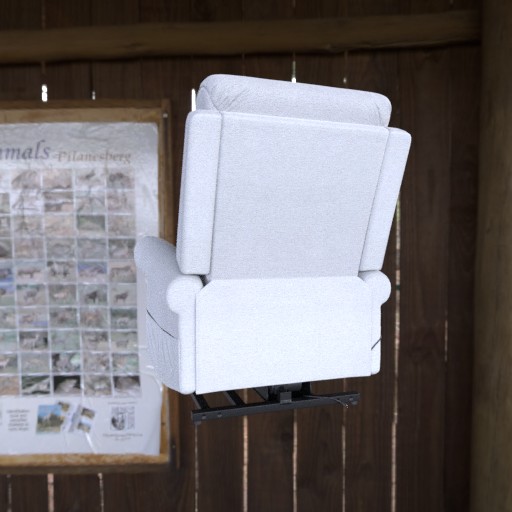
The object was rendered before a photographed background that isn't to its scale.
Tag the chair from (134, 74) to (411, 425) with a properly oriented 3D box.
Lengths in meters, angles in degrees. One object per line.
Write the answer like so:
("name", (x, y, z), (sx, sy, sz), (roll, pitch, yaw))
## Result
("chair", (0.000, 0.000, 1.702), (0.871, 1.031, 0.979), (-1, 2, -18))
